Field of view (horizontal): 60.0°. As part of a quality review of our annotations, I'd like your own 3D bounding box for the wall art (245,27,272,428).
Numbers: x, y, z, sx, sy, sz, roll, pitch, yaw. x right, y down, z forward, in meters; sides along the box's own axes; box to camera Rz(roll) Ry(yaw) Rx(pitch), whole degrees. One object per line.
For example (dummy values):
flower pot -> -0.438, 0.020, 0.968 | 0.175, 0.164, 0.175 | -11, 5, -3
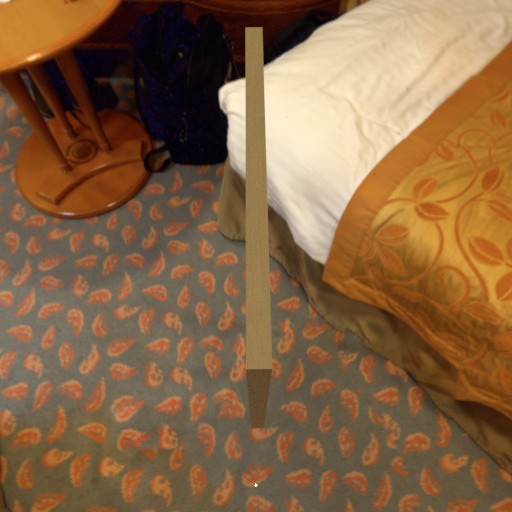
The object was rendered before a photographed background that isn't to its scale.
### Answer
wall art -> 0.000, 0.000, 1.155 | 0.038, 0.758, 0.761 | -1, 63, 0
